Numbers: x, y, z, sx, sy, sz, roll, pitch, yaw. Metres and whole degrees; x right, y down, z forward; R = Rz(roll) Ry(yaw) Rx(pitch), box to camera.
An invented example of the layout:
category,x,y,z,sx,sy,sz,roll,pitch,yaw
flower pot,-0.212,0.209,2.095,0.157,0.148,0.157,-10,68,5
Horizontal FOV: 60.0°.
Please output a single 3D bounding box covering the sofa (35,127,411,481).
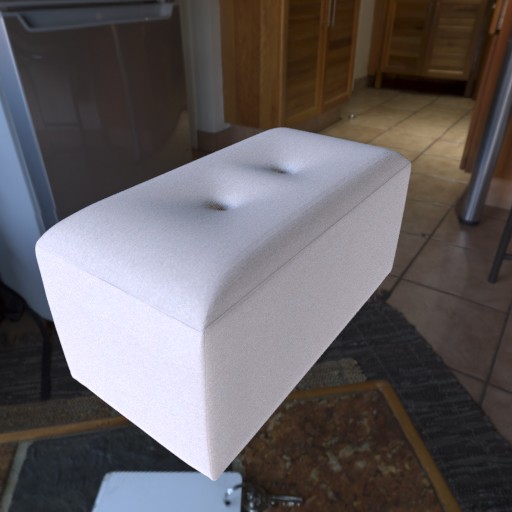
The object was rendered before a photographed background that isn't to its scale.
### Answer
category,x,y,z,sx,sy,sz,roll,pitch,yaw
sofa,0.000,0.000,1.184,0.480,0.470,0.930,22,39,30
